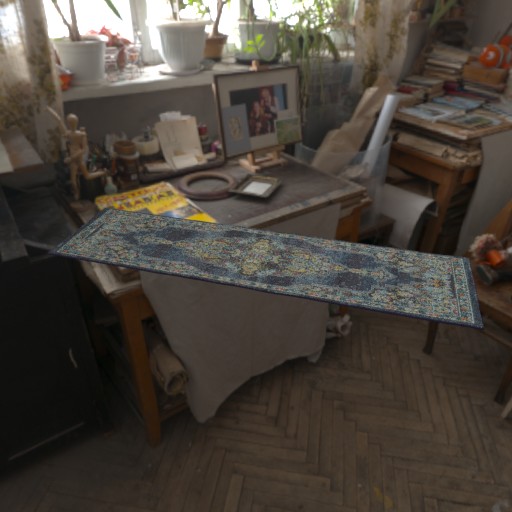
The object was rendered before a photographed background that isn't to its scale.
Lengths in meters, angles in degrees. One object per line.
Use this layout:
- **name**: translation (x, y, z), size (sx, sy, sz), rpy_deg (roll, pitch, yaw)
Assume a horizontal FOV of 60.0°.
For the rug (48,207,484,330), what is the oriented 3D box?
- **rug**: translation (0.000, 0.000, 2.470), size (2.283, 0.016, 0.602), rpy_deg (9, 34, 13)
